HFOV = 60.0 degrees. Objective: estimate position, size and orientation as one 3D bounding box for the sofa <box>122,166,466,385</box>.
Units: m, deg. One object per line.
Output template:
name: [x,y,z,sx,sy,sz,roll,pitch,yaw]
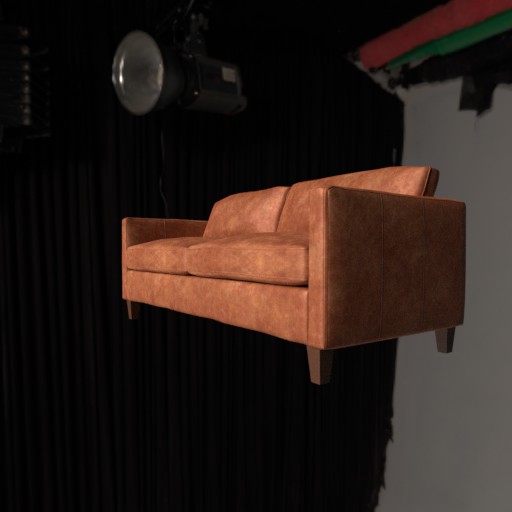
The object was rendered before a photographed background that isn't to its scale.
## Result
sofa: [0.000,0.000,2.492,0.923,0.863,1.971,-1,1,-36]
